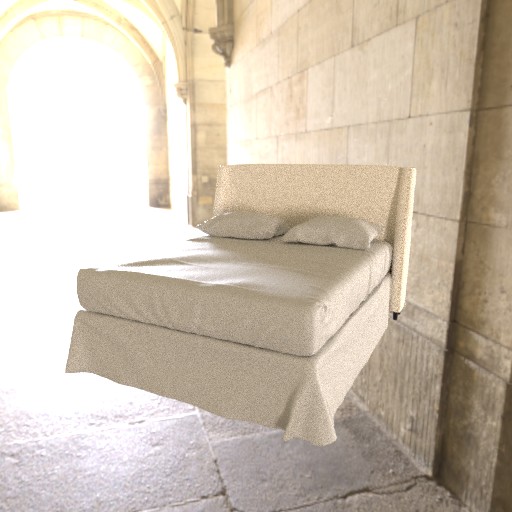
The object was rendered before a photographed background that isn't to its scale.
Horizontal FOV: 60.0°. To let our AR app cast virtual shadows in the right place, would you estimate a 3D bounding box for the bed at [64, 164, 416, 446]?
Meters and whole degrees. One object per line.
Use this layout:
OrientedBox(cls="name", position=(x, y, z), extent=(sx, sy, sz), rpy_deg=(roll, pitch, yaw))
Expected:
OrientedBox(cls="bed", position=(0.000, 0.000, 3.357), extent=(1.925, 1.332, 2.276), rpy_deg=(6, 14, 27))
